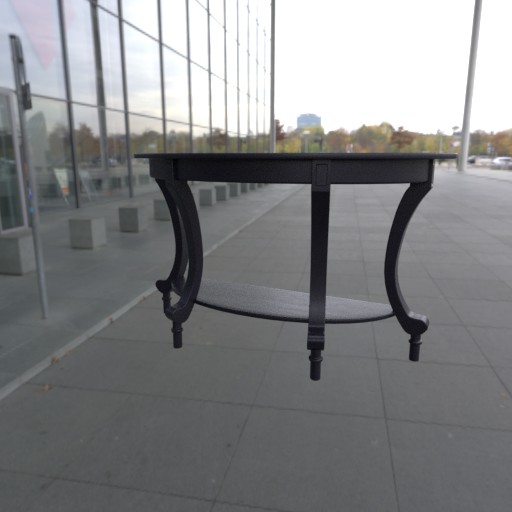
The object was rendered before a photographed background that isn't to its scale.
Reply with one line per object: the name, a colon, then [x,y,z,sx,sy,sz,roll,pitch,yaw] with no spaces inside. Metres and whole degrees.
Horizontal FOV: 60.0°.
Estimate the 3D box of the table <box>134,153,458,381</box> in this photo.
table: [0.000,0.000,1.534,1.198,0.692,0.394,6,14,26]
